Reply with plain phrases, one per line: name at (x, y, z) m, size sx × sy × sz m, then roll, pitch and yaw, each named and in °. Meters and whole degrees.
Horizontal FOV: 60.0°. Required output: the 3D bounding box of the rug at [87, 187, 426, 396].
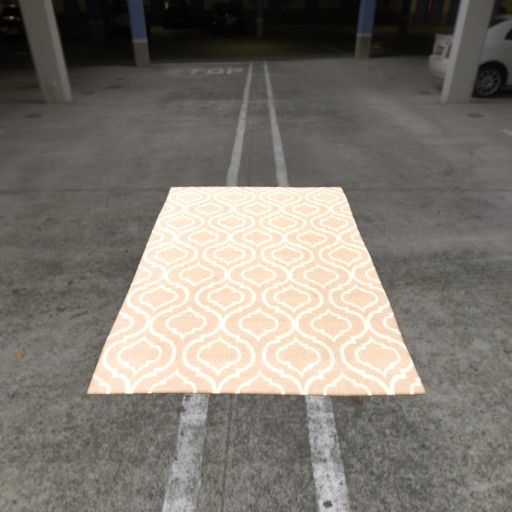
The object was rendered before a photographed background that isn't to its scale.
rug at (0.000, 0.000, 2.225) m, size 1.152 × 0.013 × 1.761 m, roll 0°, pitch 32°, yaw 0°
